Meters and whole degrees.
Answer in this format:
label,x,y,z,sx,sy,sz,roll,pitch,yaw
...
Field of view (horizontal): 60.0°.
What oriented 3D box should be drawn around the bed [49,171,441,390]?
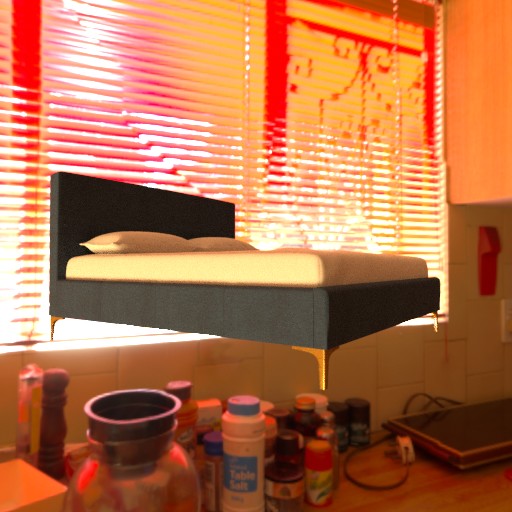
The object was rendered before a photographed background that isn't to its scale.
label,x,y,z,sx,sy,sz,roll,pitch,yaw
bed,0.000,0.000,3.423,2.232,1.231,2.096,-1,-1,35
